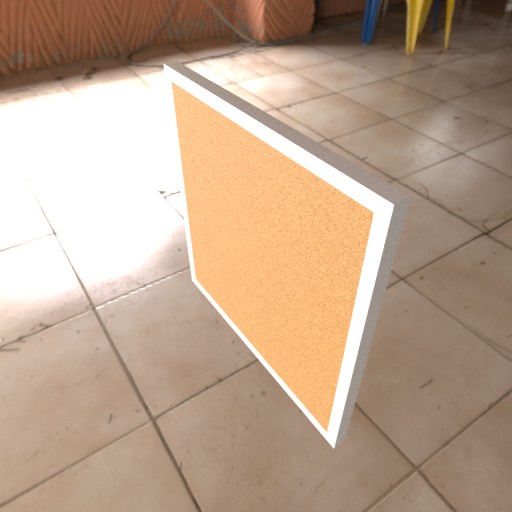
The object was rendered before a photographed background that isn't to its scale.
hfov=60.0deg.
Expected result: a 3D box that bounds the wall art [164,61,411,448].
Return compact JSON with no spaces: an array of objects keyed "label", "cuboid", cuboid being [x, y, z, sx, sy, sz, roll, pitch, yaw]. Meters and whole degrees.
[{"label":"wall art","cuboid":[0.000,0.000,1.143,0.038,0.762,0.762,-25,47,-26]}]
